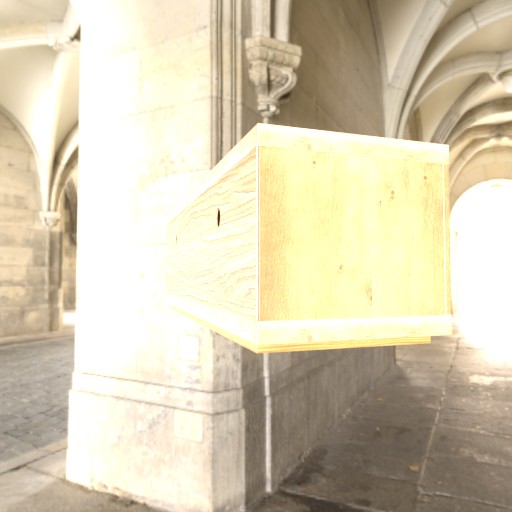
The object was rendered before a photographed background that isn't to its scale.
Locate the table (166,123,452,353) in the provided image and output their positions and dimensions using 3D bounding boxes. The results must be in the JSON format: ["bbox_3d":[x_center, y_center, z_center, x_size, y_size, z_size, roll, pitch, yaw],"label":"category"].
[{"bbox_3d":[0.000,0.000,1.710,0.499,0.491,1.499,1,-3,-19],"label":"table"}]
